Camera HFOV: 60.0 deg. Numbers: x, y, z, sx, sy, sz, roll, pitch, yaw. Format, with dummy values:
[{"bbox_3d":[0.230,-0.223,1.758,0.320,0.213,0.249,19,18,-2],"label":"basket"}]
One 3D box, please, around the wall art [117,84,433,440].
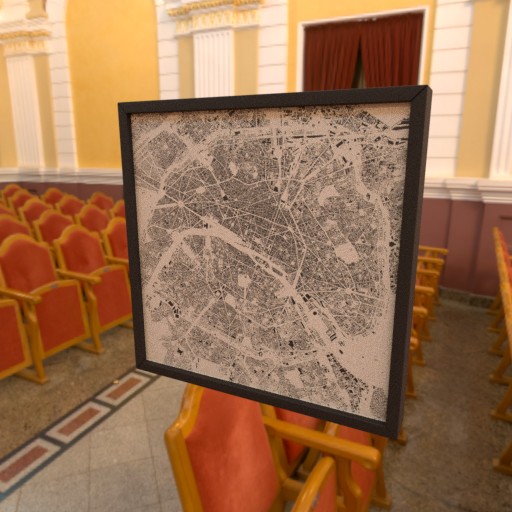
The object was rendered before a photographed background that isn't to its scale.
[{"bbox_3d":[0.000,0.000,0.448,0.305,0.305,0.037,7,15,26],"label":"wall art"}]
